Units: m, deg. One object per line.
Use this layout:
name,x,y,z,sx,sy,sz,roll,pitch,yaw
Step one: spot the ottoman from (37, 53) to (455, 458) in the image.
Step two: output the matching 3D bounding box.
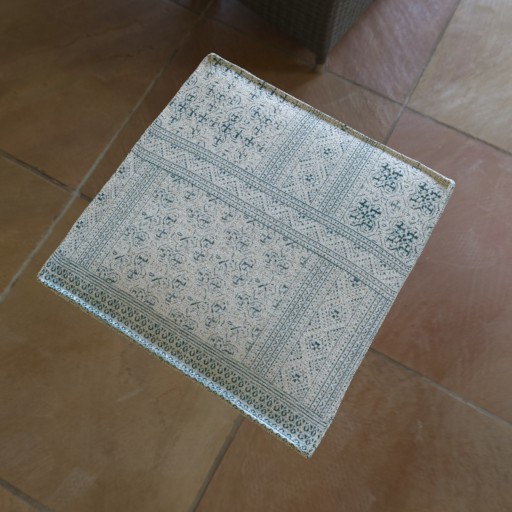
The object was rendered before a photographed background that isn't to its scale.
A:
ottoman,0.000,0.000,1.048,0.626,0.439,0.617,31,77,8
